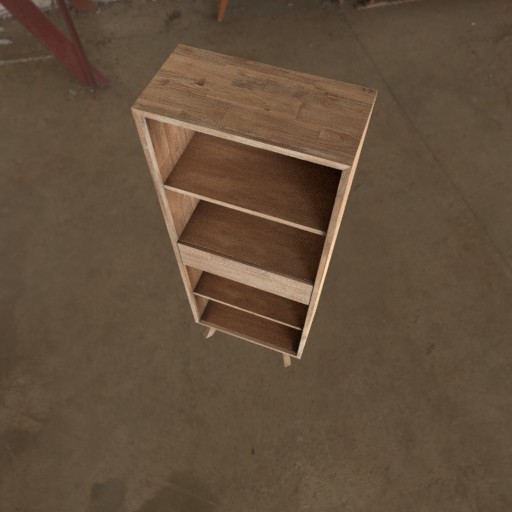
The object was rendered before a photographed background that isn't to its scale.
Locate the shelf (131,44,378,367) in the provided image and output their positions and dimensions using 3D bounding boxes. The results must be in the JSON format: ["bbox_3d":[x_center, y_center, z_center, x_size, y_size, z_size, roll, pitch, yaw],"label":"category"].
[{"bbox_3d":[0.000,0.000,1.551,0.491,1.342,0.267,17,61,10],"label":"shelf"}]
